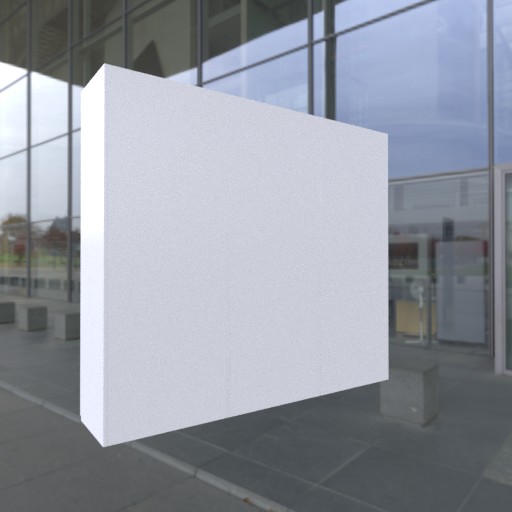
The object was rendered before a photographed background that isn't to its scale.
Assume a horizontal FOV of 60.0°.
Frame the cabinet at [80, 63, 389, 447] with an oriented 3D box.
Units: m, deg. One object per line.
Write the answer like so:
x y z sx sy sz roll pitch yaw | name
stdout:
0.000 0.000 3.749 2.700 2.370 0.590 0 -1 -35 | cabinet
